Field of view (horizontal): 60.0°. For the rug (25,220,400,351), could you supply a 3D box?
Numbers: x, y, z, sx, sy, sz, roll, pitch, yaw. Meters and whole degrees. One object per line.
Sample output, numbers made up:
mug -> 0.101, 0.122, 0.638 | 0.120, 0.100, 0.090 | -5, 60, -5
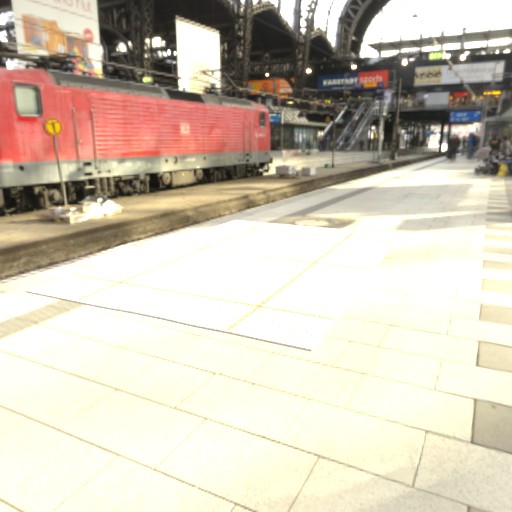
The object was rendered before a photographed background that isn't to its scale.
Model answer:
rug -> 0.000, 0.000, 2.356 | 1.232, 0.015, 1.825 | 7, 16, 24
